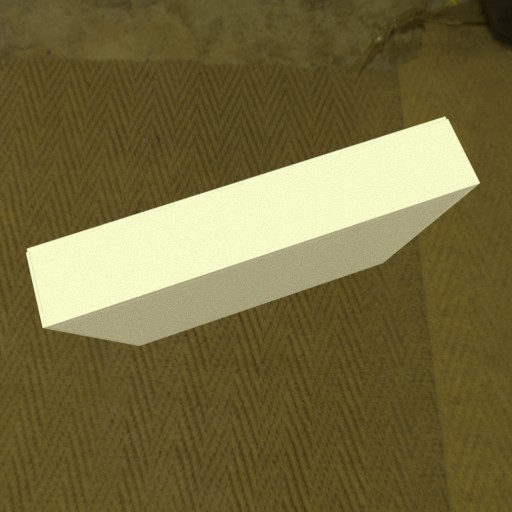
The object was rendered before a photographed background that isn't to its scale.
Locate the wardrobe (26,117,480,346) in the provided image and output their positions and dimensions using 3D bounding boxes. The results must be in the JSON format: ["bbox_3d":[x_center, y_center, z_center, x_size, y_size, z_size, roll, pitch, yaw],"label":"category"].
[{"bbox_3d":[0.000,0.000,4.085,3.000,2.360,0.580,-18,77,-5],"label":"wardrobe"}]
